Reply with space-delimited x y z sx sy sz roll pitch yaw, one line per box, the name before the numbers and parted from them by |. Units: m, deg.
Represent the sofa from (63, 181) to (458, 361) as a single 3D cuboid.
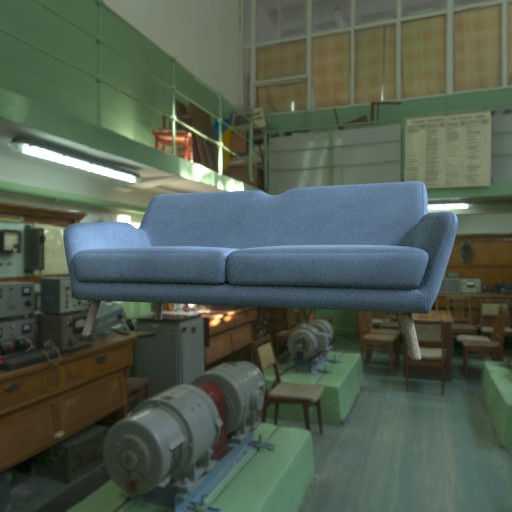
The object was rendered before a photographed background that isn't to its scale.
sofa | 0.000 0.000 2.318 1.870 0.810 0.850 0 0 19
